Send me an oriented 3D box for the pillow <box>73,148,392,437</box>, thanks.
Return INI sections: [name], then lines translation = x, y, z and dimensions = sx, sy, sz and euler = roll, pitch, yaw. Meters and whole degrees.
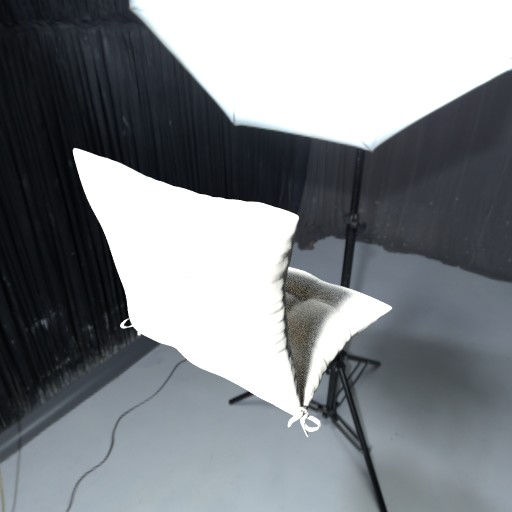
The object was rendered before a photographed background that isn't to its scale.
[pillow]
translation = 0.000, 0.000, 1.025
dimensions = 0.541, 0.536, 0.585
euler = 21, 36, 31
